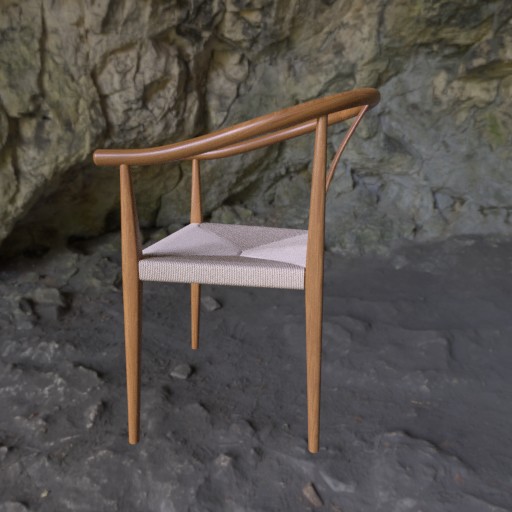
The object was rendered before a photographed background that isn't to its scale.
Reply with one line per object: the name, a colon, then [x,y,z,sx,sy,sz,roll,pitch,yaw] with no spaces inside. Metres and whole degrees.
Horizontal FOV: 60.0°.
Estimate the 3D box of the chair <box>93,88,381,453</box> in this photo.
chair: [0.000,0.000,1.163,0.579,0.800,0.556,2,14,8]
